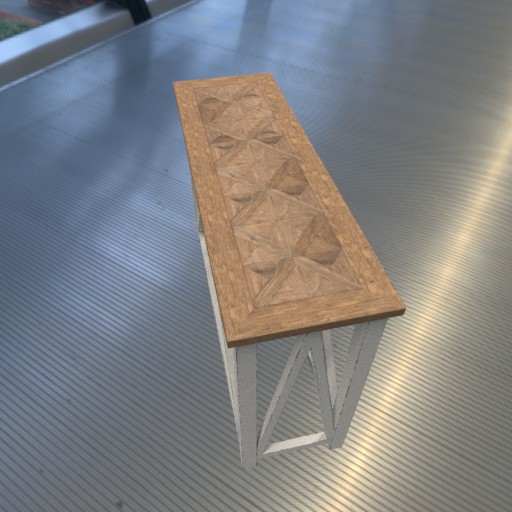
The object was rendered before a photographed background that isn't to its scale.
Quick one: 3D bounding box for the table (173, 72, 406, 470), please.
[{"bbox_3d":[0.000,0.000,1.871,0.450,0.930,1.400,-9,46,-9],"label":"table"}]
